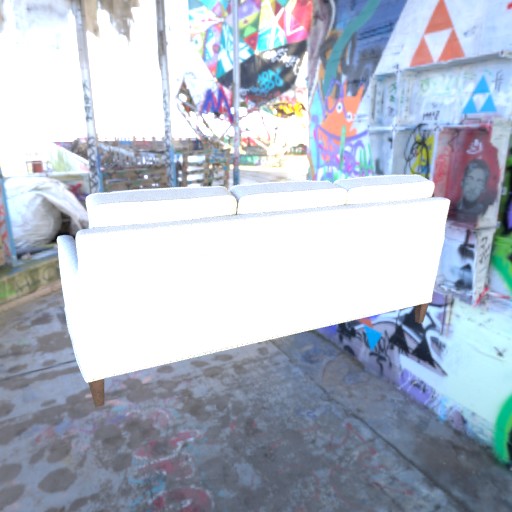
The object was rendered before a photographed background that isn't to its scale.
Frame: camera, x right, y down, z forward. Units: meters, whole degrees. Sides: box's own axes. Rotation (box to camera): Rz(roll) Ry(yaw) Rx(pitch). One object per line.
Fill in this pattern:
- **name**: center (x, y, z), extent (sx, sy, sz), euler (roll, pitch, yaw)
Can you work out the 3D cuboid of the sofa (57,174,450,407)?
- **sofa**: center (0.000, 0.000, 2.800), extent (2.246, 1.003, 1.084), euler (-8, 18, -26)
